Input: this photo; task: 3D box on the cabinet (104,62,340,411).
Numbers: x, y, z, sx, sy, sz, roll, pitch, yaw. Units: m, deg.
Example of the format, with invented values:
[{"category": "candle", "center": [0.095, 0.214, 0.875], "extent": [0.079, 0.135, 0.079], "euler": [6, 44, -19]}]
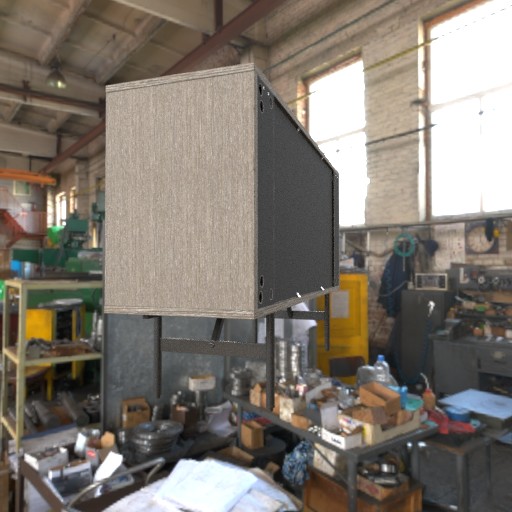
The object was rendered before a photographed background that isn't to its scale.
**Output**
[{"category": "cabinet", "center": [0.000, 0.000, 1.549], "extent": [0.405, 0.787, 1.194], "euler": [0, -1, 19]}]
